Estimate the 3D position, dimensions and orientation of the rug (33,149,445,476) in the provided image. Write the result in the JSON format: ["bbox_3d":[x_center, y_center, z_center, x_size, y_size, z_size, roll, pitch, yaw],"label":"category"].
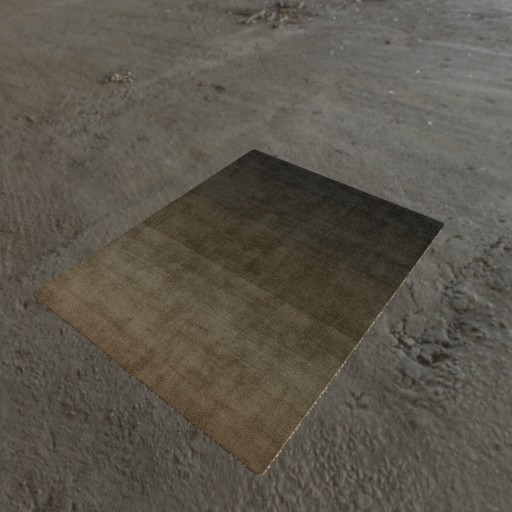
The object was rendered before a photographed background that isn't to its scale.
[{"bbox_3d":[0.000,0.000,3.863,2.306,0.017,2.902,28,50,27],"label":"rug"}]
